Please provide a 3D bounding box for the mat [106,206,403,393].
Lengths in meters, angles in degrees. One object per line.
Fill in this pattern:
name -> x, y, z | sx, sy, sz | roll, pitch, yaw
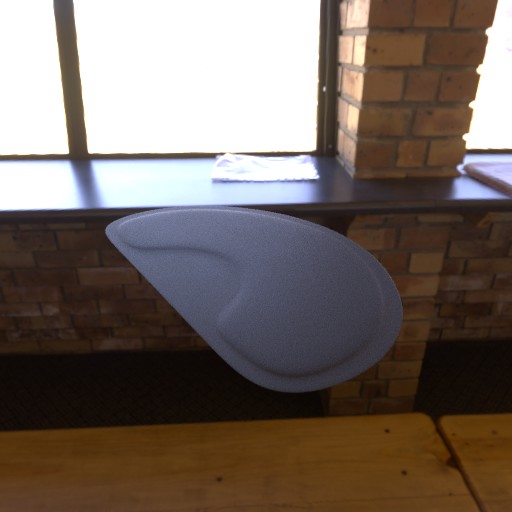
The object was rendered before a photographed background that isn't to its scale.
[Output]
mat -> 0.000, 0.000, 1.866 | 0.913, 0.013, 1.524 | -17, 31, -31
